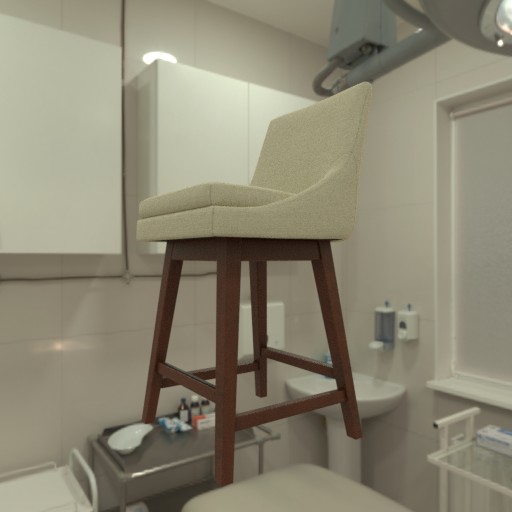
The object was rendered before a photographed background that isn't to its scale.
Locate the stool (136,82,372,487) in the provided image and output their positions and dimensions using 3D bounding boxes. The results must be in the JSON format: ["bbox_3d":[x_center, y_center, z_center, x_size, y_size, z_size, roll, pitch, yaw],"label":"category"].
[{"bbox_3d":[0.000,0.000,1.290,0.559,0.991,0.469,0,0,-36],"label":"stool"}]
